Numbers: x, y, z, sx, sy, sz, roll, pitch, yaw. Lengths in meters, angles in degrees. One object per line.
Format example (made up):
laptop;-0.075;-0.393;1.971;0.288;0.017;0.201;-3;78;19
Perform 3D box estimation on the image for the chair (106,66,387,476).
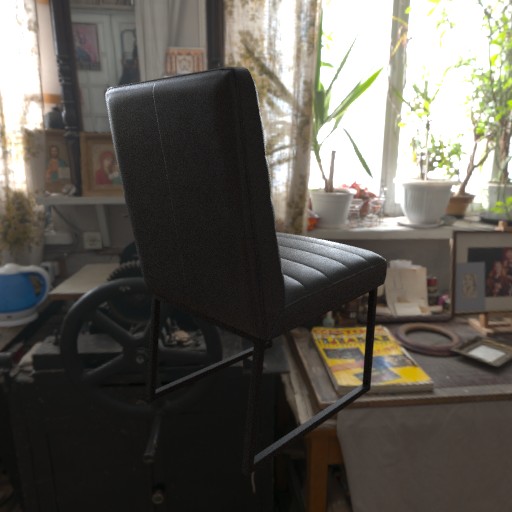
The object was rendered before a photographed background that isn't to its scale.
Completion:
chair;0.000;0.000;1.294;0.634;0.930;0.520;-14;20;-43
